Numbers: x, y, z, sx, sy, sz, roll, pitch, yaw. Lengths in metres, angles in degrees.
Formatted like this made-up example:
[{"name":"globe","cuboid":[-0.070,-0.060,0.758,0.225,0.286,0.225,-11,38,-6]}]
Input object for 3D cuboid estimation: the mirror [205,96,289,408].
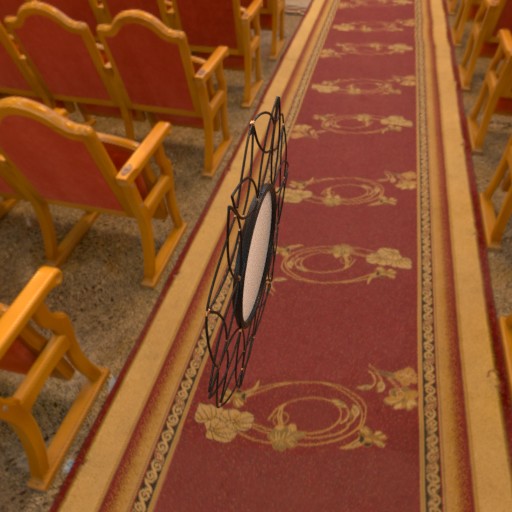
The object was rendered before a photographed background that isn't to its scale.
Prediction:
[{"name":"mirror","cuboid":[0.000,0.000,1.154,0.028,0.775,0.797,11,48,10]}]
